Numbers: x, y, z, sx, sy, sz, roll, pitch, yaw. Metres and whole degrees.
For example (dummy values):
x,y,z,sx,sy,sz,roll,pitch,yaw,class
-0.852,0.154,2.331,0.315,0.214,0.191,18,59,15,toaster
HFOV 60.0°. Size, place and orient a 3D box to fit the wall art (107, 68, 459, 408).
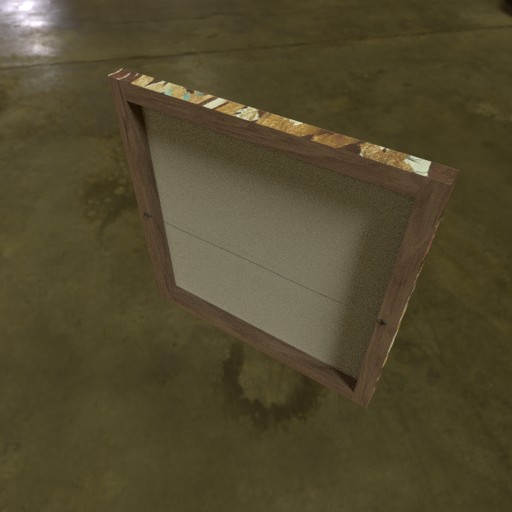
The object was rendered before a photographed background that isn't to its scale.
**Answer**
x,y,z,sx,sy,sz,roll,pitch,yaw,class
0.000,0.000,0.903,0.609,0.613,0.041,24,50,22,wall art
